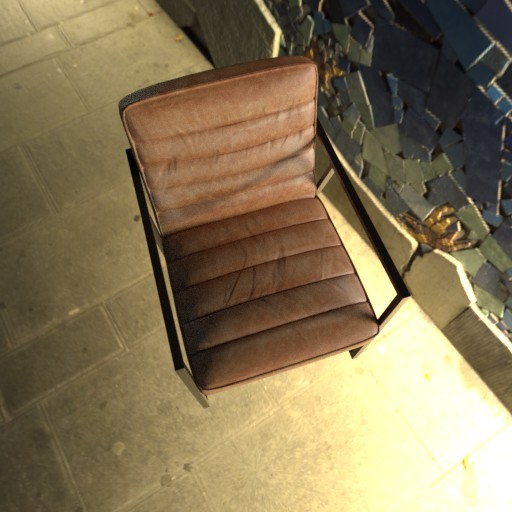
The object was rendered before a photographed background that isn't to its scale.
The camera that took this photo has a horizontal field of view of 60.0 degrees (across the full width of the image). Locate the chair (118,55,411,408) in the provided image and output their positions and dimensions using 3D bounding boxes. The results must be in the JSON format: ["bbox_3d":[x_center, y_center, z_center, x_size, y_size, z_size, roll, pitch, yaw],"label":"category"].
[{"bbox_3d":[0.000,0.000,1.303,0.571,0.832,0.677,-16,65,-8],"label":"chair"}]
